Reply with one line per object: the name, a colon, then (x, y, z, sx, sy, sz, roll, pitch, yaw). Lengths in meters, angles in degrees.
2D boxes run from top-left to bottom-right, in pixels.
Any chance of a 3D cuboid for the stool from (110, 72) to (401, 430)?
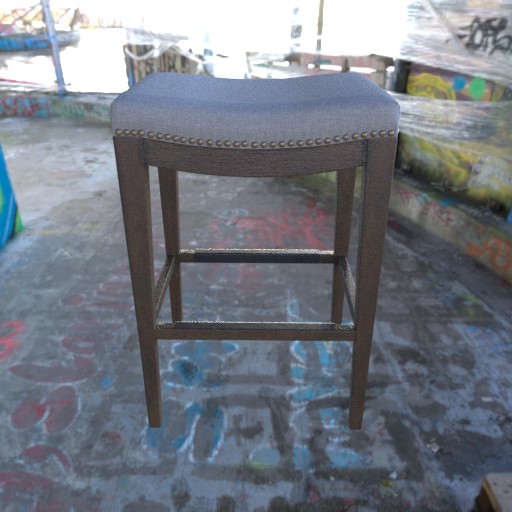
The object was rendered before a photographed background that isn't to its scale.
stool: (0.000, 0.000, 1.027, 0.508, 0.762, 0.356, 0, 30, 1)
